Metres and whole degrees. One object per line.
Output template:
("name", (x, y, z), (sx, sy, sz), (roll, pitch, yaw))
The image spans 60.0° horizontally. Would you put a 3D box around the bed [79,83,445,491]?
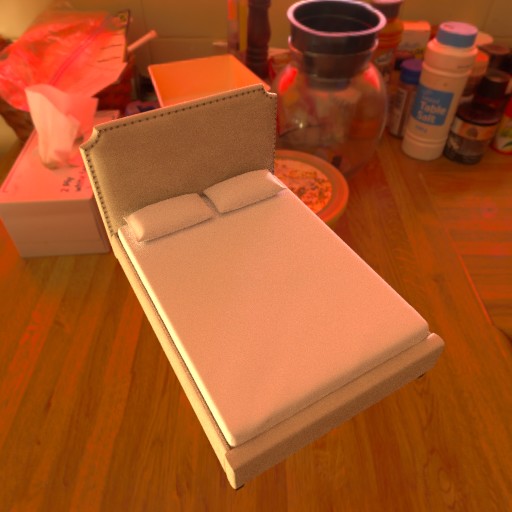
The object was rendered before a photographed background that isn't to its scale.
("bed", (0.000, 0.000, 3.305), (1.712, 1.443, 2.372), (-22, 50, -21))
